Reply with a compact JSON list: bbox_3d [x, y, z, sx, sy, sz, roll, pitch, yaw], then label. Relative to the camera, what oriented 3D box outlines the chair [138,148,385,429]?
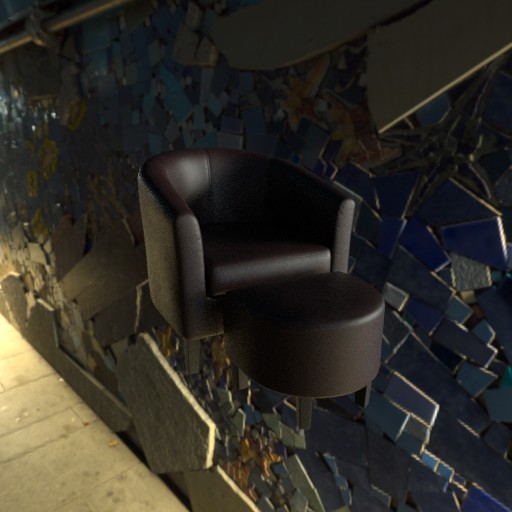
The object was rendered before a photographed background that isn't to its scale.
[{"bbox_3d":[0.000,0.000,1.688,0.737,0.755,1.176,-8,18,-26],"label":"chair"}]
